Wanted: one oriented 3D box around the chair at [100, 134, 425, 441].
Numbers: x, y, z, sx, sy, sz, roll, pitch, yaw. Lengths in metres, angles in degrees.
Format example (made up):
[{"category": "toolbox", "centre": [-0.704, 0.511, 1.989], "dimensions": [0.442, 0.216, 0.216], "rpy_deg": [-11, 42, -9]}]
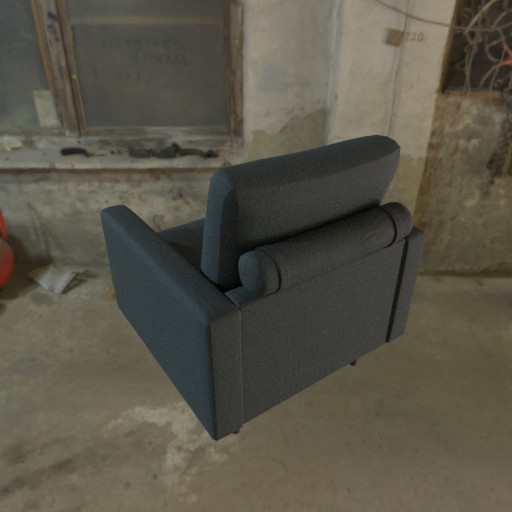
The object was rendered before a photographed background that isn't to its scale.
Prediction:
[{"category": "chair", "centre": [0.000, 0.000, 1.558], "dimensions": [0.821, 0.880, 0.843], "rpy_deg": [-19, 36, -30]}]
